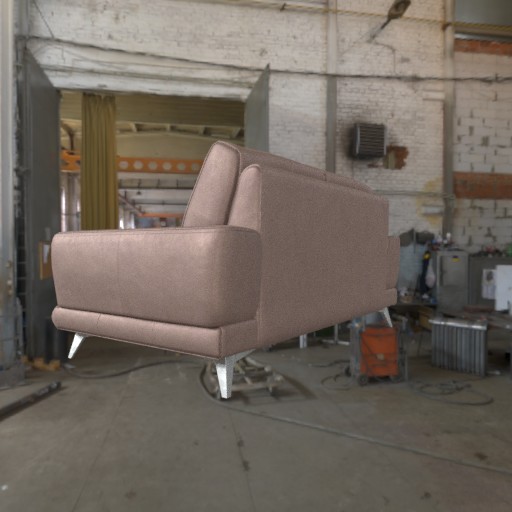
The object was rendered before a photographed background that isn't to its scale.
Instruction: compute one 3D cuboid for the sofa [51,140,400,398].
[{"bbox_3d":[0.000,0.000,2.390,1.018,0.907,1.806,1,1,36],"label":"sofa"}]
